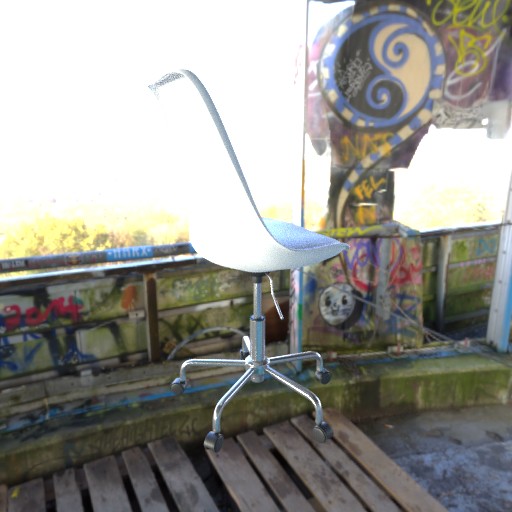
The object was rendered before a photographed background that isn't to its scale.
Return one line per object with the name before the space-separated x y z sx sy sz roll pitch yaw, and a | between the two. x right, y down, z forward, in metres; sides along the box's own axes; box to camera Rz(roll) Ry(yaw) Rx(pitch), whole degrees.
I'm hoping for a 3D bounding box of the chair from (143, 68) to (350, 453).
chair | 0.000 0.000 1.264 0.550 0.930 0.550 -7 16 -25
